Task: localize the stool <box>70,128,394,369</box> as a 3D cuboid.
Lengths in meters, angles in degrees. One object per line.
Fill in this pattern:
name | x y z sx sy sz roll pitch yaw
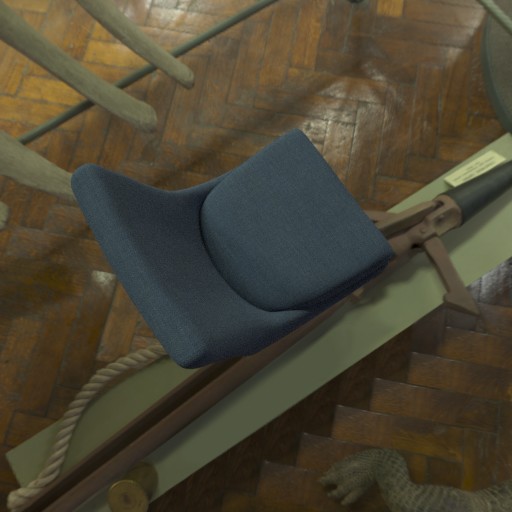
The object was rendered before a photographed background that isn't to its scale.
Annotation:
stool | 0.000 0.000 1.249 0.577 0.981 0.470 -33 77 -8
